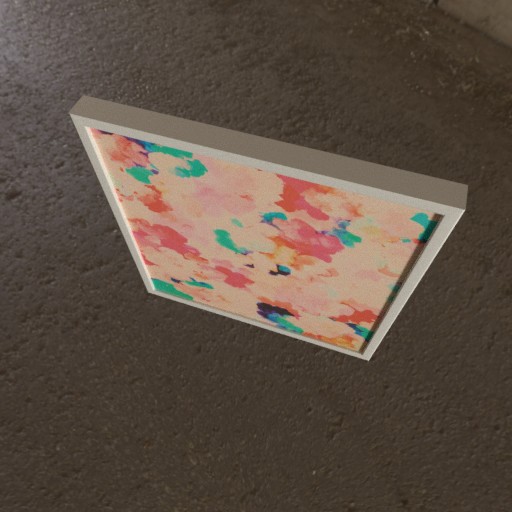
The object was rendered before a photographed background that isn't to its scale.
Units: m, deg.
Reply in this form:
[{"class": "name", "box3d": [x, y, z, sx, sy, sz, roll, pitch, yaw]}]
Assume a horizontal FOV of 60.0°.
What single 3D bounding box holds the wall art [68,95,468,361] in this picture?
[{"class": "wall art", "box3d": [0.000, 0.000, 0.761, 0.506, 0.505, 0.038, 16, 59, 10]}]
